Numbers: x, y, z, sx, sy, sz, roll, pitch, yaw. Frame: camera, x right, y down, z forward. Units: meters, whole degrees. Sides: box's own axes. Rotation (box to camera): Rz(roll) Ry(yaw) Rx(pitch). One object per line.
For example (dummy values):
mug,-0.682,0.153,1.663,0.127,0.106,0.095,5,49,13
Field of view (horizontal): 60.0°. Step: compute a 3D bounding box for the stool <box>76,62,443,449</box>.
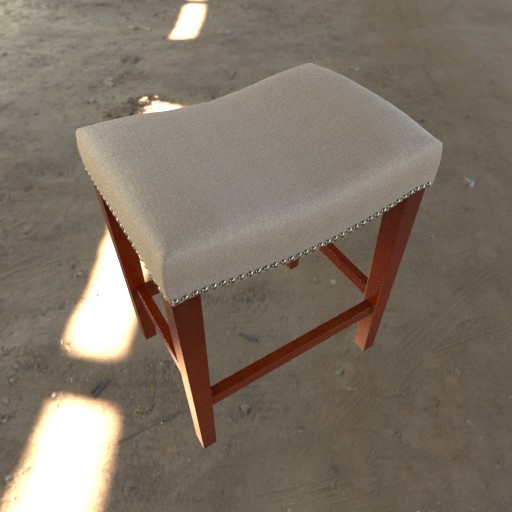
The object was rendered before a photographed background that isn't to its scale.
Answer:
stool,0.000,0.000,0.940,0.509,0.632,0.375,-25,52,-21
